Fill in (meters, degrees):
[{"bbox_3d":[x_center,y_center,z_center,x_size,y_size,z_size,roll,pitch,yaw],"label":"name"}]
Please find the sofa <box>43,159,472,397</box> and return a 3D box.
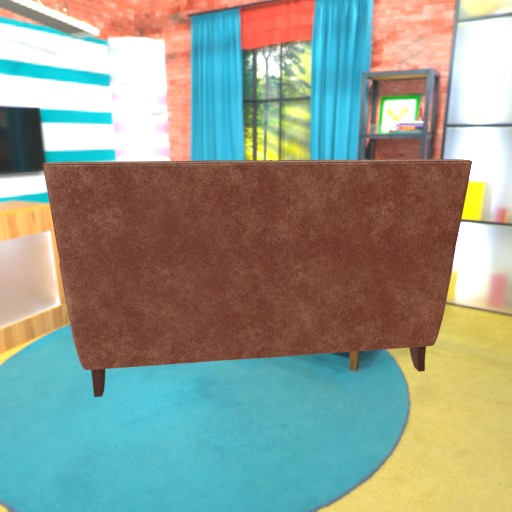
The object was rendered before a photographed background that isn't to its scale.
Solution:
[{"bbox_3d":[0.000,0.000,1.976,1.473,0.871,0.787,-2,15,-8],"label":"sofa"}]
